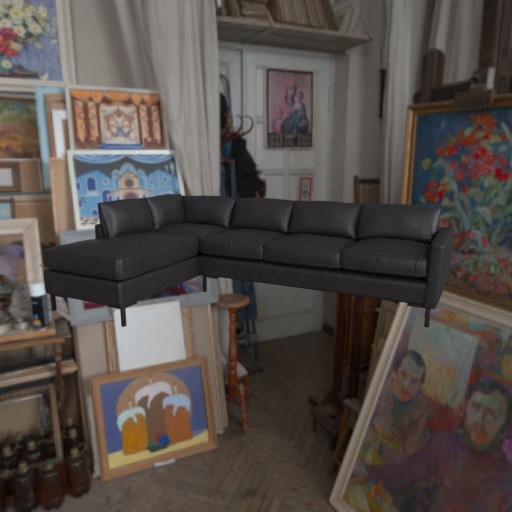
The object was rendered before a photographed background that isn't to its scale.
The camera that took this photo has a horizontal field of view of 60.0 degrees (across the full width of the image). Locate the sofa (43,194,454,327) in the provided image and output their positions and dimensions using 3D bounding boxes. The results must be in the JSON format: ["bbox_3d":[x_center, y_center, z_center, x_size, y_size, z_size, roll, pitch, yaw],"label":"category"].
[{"bbox_3d":[0.000,0.000,3.804,2.984,0.877,1.938,6,14,26],"label":"sofa"}]
